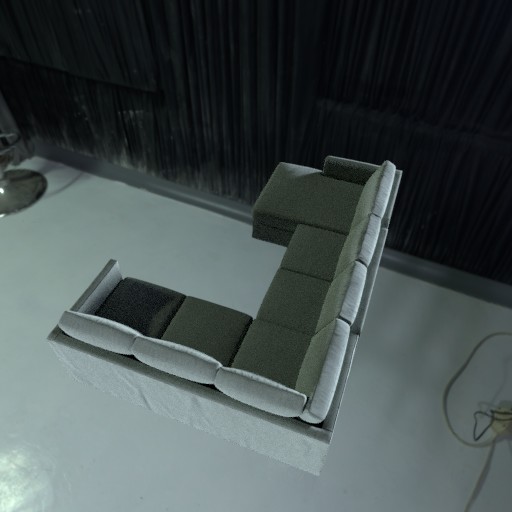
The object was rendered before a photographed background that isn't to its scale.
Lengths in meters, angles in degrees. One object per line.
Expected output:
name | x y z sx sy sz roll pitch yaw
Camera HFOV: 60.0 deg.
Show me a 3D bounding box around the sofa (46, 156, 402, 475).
sofa | 0.000 0.000 4.638 2.440 0.869 3.434 16 49 14
